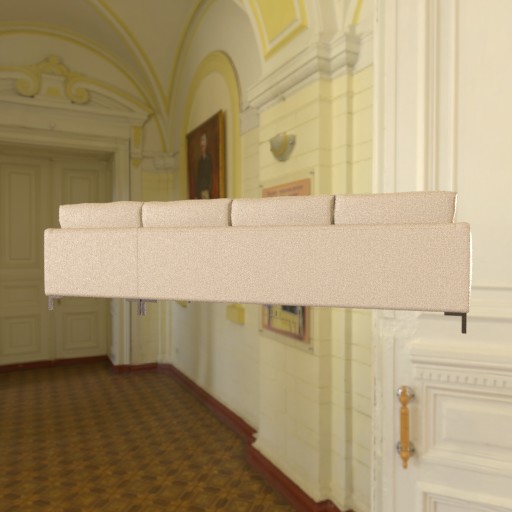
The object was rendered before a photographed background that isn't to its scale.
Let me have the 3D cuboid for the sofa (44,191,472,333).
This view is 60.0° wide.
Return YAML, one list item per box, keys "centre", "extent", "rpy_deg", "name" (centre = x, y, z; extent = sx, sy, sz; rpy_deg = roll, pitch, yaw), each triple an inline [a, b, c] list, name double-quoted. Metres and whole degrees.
- centre: [0.000, 0.000, 3.237]
  extent: [2.731, 0.755, 1.258]
  rpy_deg: [0, 1, 18]
  name: "sofa"
